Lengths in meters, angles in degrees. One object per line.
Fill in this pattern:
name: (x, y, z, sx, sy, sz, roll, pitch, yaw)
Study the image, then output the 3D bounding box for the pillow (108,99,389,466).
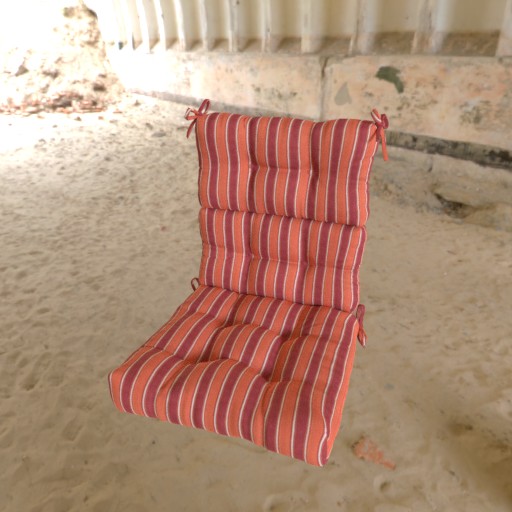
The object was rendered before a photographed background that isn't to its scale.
pillow: (0.000, 0.000, 0.999, 0.519, 0.605, 0.571, 9, 27, 17)
